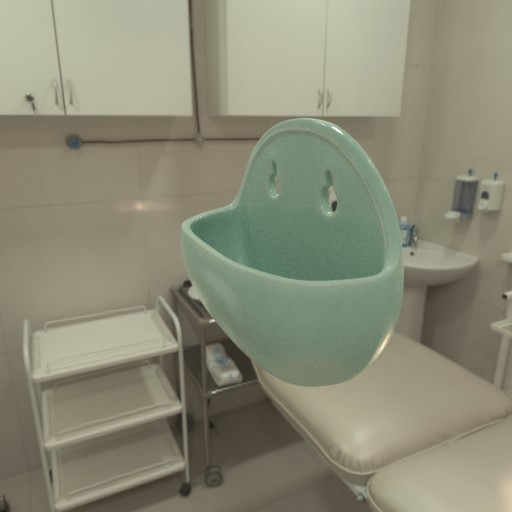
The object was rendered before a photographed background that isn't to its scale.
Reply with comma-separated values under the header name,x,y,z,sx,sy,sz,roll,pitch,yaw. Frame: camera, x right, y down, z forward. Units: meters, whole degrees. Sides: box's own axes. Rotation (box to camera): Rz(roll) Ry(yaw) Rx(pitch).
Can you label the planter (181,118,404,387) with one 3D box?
name,x,y,z,sx,sy,sz,roll,pitch,yaw
planter,0.000,0.000,0.275,0.073,0.164,0.189,-8,19,-25
